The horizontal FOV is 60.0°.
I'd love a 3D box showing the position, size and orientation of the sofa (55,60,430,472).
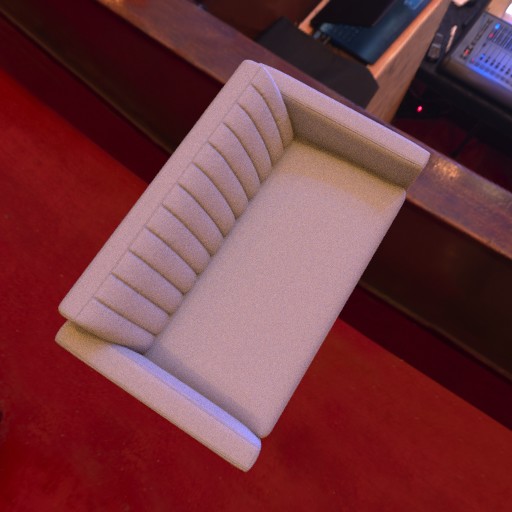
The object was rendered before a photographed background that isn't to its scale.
[{"bbox_3d":[0.000,0.000,2.126,0.950,0.801,1.585,31,77,8],"label":"sofa"}]
